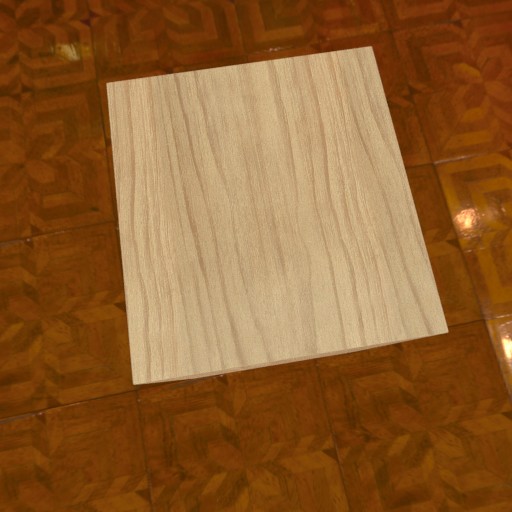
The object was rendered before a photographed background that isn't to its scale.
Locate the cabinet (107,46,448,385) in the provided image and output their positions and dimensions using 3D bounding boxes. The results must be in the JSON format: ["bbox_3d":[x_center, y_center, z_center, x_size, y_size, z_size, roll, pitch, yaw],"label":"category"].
[{"bbox_3d":[0.000,0.000,0.852,0.401,0.579,0.409,-9,76,-2],"label":"cabinet"}]
